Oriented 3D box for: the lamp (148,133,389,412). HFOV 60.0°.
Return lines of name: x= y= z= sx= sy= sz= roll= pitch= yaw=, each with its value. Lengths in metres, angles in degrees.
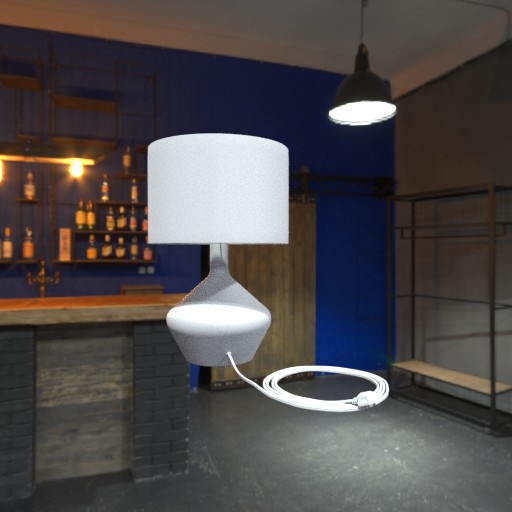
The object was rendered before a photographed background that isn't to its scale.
lamp: x=0.000 y=0.000 z=0.878 sx=0.401 sy=0.457 sz=0.546 roll=0 pitch=1 yaw=-17
